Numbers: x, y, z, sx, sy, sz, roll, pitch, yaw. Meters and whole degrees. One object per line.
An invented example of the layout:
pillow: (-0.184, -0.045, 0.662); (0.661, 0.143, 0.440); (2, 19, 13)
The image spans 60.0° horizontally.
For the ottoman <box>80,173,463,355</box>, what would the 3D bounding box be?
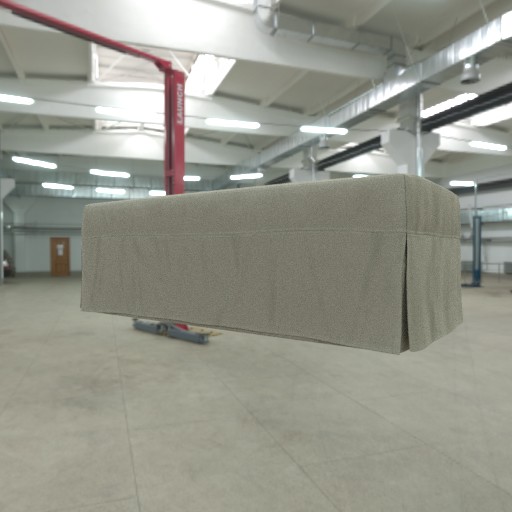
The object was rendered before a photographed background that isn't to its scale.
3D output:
ottoman: (0.000, 0.000, 1.706); (1.388, 0.457, 0.665); (1, 1, 36)
